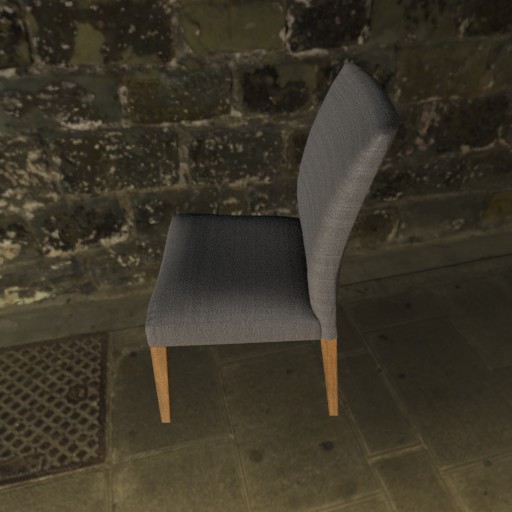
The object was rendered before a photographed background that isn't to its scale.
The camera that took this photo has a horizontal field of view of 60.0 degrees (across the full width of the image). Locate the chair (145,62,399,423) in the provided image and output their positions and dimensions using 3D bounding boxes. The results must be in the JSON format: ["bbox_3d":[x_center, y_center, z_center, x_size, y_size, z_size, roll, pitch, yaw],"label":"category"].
[{"bbox_3d":[0.000,0.000,1.267,0.585,0.940,0.496,0,40,0],"label":"chair"}]
